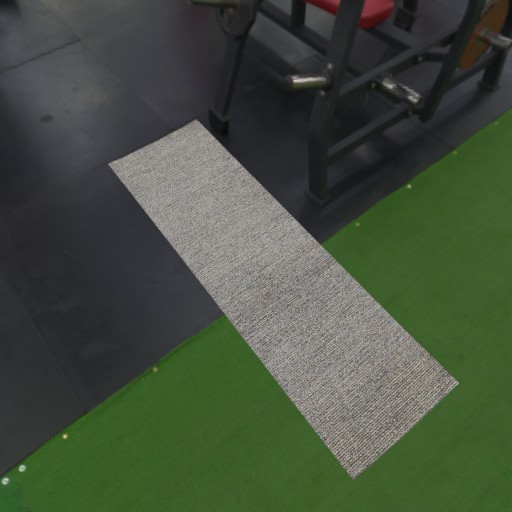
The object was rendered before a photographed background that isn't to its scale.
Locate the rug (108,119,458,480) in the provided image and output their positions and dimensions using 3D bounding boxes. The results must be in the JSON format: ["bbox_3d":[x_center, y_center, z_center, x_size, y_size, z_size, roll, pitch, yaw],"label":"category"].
[{"bbox_3d":[0.000,0.000,2.514,0.697,0.013,2.335,-32,63,-19],"label":"rug"}]
